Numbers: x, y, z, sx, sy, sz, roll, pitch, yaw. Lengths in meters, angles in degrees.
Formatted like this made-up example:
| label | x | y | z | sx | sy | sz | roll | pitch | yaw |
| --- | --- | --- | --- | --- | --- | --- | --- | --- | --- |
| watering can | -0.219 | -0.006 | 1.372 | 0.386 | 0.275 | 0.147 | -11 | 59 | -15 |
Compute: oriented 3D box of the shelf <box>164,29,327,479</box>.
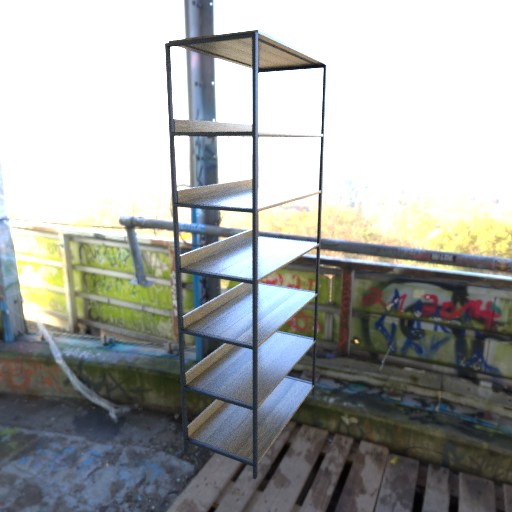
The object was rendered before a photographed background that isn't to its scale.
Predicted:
| label | x | y | z | sx | sy | sz | roll | pitch | yaw |
| --- | --- | --- | --- | --- | --- | --- | --- | --- | --- |
| shelf | 0.000 | 0.000 | 2.376 | 0.431 | 2.015 | 0.847 | 7 | 16 | 26 |
